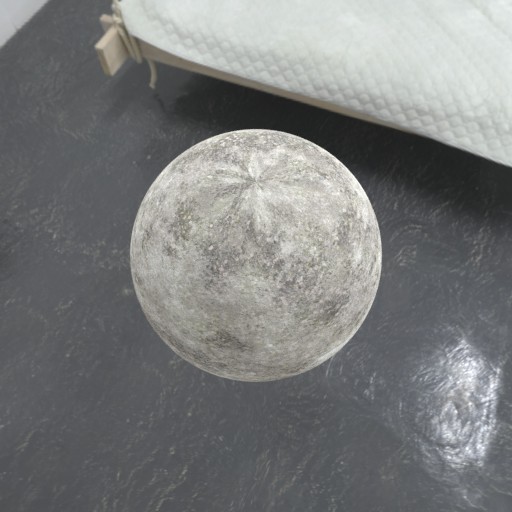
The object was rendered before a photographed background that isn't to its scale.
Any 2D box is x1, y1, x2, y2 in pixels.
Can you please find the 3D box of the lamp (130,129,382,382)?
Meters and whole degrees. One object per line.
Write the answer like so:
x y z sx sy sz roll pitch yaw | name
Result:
0.000 0.000 0.772 0.422 0.429 0.422 0 63 0 | lamp
